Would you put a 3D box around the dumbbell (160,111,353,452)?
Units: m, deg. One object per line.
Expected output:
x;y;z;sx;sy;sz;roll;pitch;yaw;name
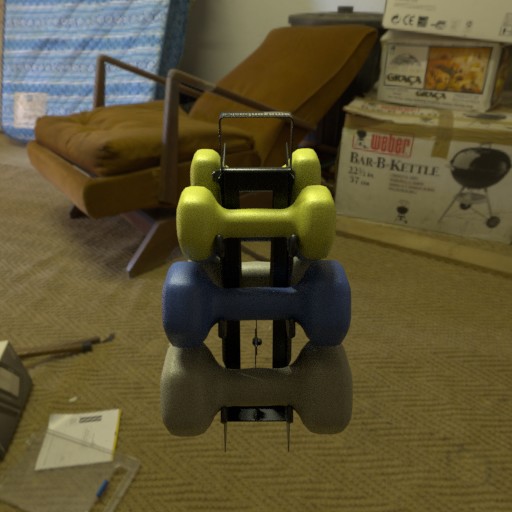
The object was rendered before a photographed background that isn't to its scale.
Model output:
0.000;0.000;0.675;0.261;0.426;0.416;0;32;0;dumbbell
